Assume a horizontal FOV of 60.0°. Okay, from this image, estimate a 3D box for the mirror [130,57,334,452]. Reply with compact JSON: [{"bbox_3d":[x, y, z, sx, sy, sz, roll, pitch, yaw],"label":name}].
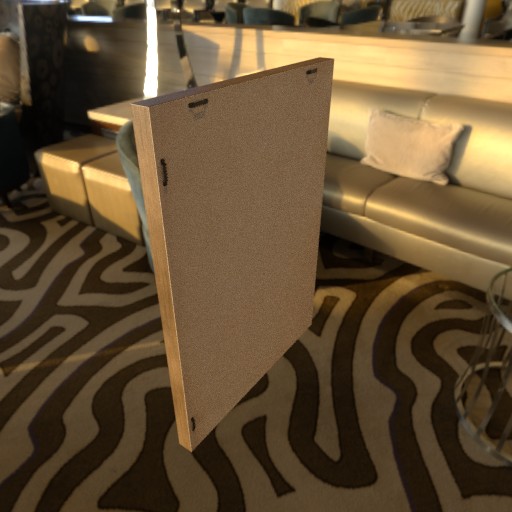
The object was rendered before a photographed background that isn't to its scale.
[{"bbox_3d":[0.000,0.000,0.931,0.040,0.710,0.507,21,38,30],"label":"mirror"}]
